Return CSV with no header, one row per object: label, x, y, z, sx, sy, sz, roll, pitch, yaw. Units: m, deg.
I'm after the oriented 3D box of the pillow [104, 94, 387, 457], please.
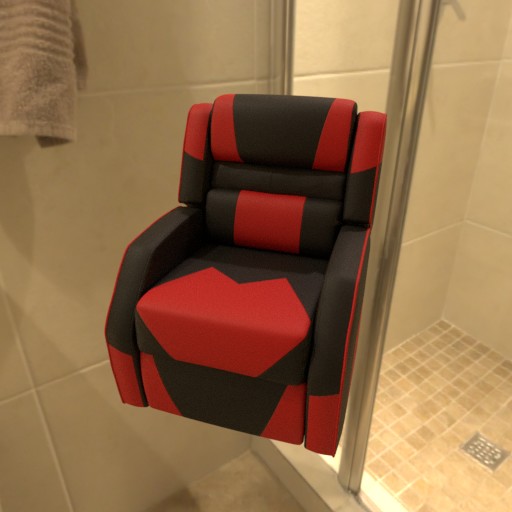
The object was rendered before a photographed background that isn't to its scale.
pillow,0.000,0.000,1.276,0.620,0.805,0.672,8,28,15
